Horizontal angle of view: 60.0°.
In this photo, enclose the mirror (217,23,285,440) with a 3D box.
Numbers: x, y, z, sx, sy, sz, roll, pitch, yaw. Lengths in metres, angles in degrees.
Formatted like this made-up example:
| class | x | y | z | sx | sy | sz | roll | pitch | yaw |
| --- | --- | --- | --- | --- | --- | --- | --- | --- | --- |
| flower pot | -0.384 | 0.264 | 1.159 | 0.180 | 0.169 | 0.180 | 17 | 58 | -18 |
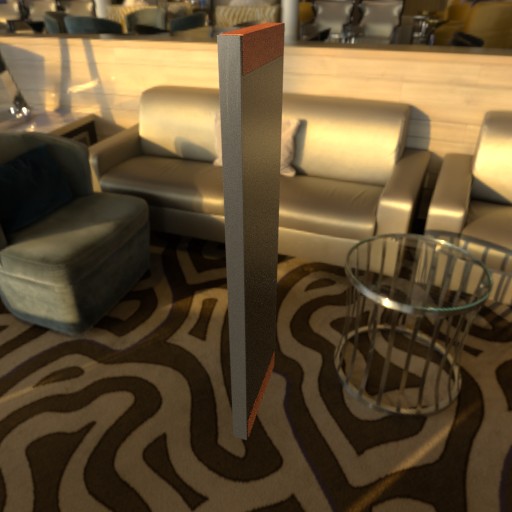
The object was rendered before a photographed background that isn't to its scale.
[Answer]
| class | x | y | z | sx | sy | sz | roll | pitch | yaw |
| --- | --- | --- | --- | --- | --- | --- | --- | --- | --- |
| mirror | 0.000 | 0.000 | 1.224 | 0.047 | 1.123 | 0.343 | 9 | 32 | 14 |
